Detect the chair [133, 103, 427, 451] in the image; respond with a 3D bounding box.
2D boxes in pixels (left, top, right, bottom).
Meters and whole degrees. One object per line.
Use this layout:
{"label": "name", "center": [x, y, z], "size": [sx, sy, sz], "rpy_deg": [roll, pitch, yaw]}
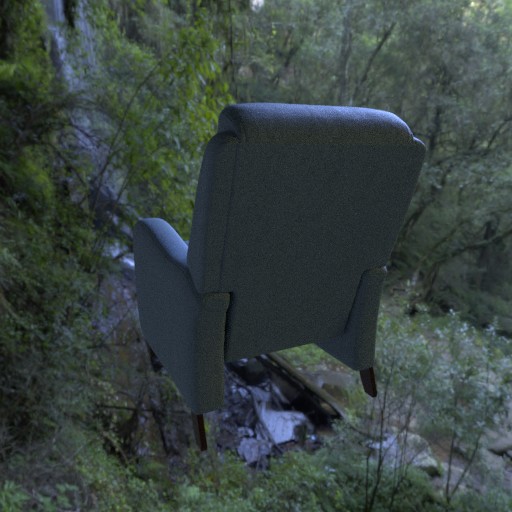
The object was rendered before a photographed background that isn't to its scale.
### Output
{"label": "chair", "center": [0.000, 0.000, 1.740], "size": [0.785, 1.067, 0.988], "rpy_deg": [-7, 15, -26]}
